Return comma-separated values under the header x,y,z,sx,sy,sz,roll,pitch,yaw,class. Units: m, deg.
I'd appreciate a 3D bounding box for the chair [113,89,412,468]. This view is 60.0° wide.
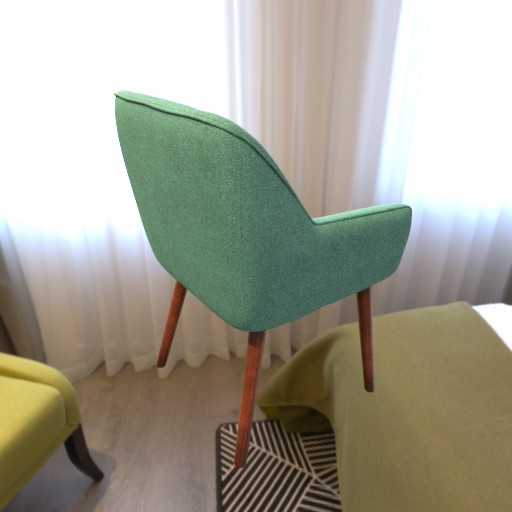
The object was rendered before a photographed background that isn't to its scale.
x,y,z,sx,sy,sz,roll,pitch,yaw,class
0.000,0.000,1.129,0.519,0.803,0.543,-19,33,-32,chair
